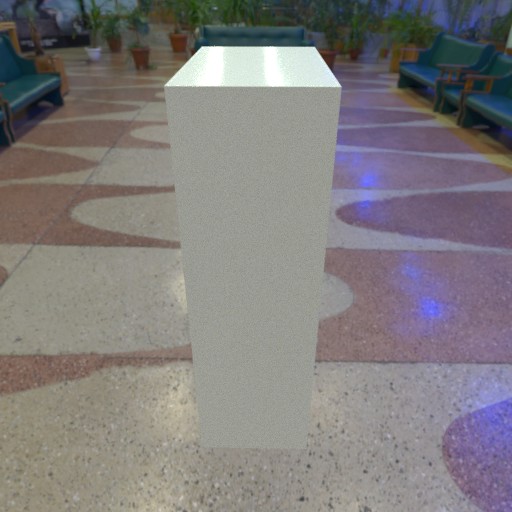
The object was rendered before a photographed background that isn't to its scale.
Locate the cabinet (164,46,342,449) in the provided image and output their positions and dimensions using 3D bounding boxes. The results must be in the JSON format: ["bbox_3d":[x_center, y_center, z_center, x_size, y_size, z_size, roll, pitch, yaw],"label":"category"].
[{"bbox_3d":[0.000,0.000,2.369,0.580,1.920,0.980,1,32,1],"label":"cabinet"}]
